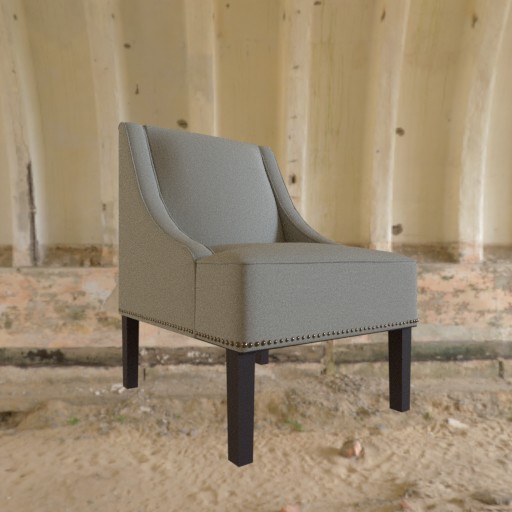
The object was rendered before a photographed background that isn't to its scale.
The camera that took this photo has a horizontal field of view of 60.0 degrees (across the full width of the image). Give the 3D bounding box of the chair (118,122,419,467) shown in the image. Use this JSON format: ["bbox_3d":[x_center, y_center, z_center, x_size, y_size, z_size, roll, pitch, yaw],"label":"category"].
[{"bbox_3d":[0.000,0.000,1.333,0.610,0.864,0.737,0,0,-36],"label":"chair"}]
